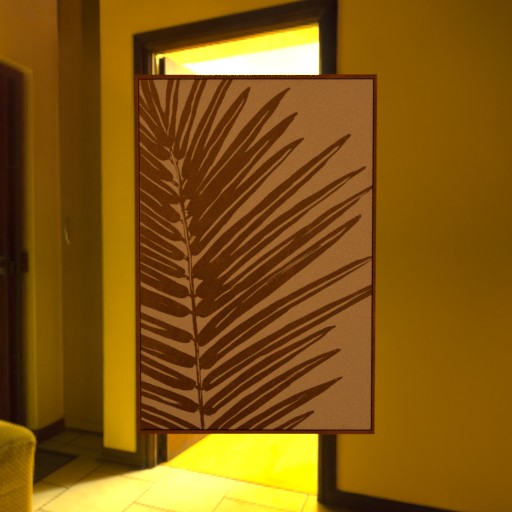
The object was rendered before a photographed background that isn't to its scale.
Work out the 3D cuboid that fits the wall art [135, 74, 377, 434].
[{"bbox_3d":[0.000,0.000,1.144,0.610,0.914,0.037,0,1,0],"label":"wall art"}]
